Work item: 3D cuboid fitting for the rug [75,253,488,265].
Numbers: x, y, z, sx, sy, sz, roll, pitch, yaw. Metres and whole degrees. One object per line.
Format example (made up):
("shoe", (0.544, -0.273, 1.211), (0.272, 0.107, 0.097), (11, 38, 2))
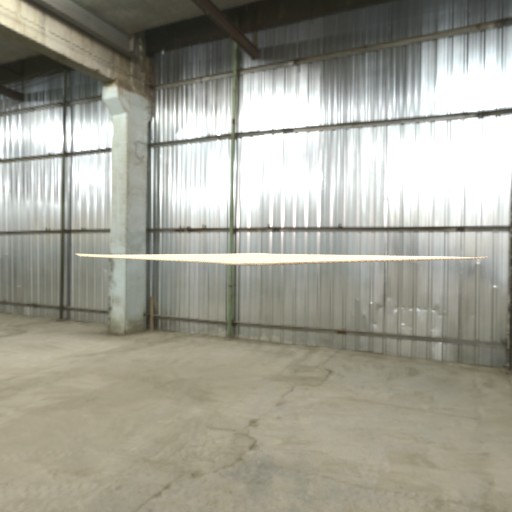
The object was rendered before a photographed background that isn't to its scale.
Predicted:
("rug", (0.000, 0.000, 3.862), (2.277, 0.035, 2.897), (-1, 1, -36))
